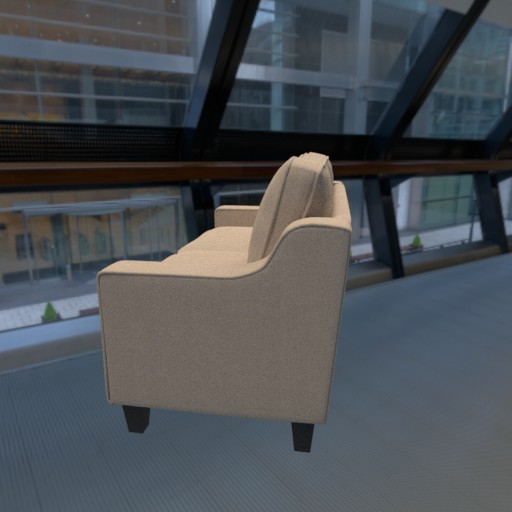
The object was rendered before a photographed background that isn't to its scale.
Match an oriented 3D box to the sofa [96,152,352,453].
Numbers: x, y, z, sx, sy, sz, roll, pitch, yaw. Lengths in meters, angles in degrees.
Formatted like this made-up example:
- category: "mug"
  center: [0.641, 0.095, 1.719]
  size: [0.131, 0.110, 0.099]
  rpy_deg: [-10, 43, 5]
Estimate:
- category: "sofa"
  center: [0.000, 0.000, 3.466]
  size: [1.351, 1.562, 2.587]
  rpy_deg: [2, 14, 10]
